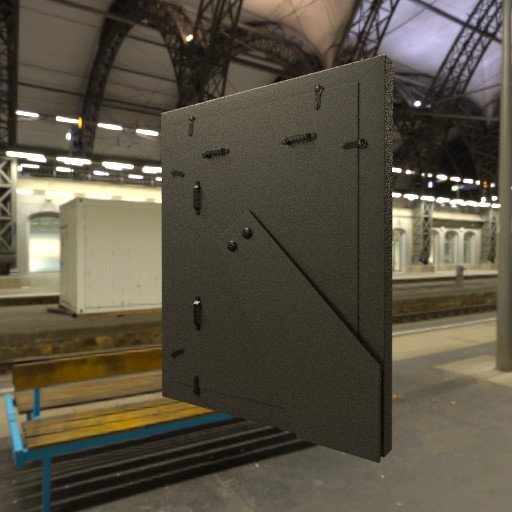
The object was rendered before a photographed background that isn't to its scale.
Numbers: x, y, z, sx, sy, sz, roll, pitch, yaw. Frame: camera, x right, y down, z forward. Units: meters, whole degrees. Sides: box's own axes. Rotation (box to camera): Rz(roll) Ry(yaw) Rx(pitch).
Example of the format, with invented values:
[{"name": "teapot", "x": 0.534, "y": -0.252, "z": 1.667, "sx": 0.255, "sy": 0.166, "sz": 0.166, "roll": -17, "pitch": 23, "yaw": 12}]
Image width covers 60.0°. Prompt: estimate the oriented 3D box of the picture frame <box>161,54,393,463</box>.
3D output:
[{"name": "picture frame", "x": 0.000, "y": 0.000, "z": 0.513, "sx": 0.307, "sy": 0.383, "sz": 0.036, "roll": 0, "pitch": 1, "yaw": 36}]
